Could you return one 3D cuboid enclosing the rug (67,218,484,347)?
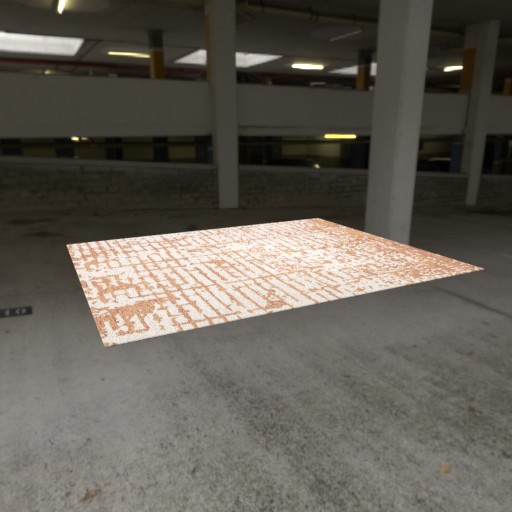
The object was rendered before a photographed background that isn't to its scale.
[{"bbox_3d":[0.000,0.000,4.086,3.050,0.011,2.441,-8,18,-26],"label":"rug"}]
